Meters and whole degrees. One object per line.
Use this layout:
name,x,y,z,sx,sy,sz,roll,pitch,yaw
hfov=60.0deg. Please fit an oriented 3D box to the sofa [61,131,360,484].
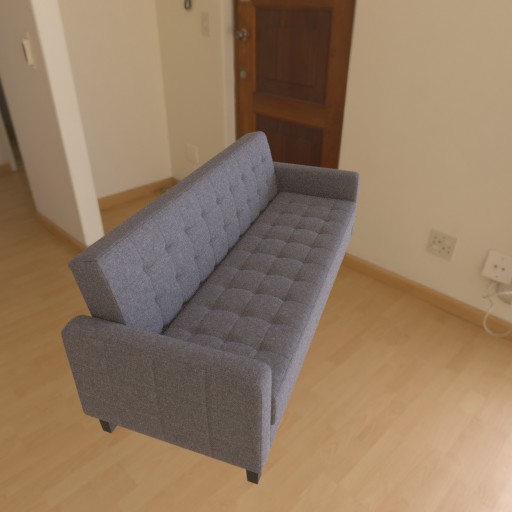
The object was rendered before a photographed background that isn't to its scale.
sofa,0.000,0.000,2.392,0.810,0.850,2.040,11,33,17
